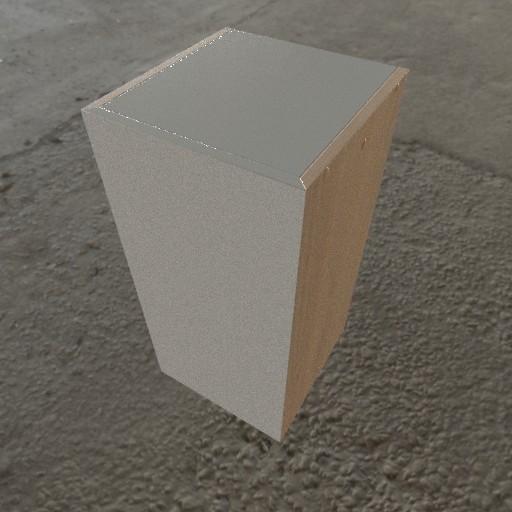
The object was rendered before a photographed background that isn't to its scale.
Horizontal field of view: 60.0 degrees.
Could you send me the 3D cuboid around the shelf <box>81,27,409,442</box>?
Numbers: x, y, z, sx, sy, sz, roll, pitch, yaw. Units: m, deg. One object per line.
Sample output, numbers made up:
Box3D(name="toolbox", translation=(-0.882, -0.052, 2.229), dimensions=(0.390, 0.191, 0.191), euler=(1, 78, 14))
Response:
Box3D(name="shelf", translation=(0.000, 0.000, 0.755), dimensions=(0.290, 0.594, 0.297), euler=(24, 51, 21))
